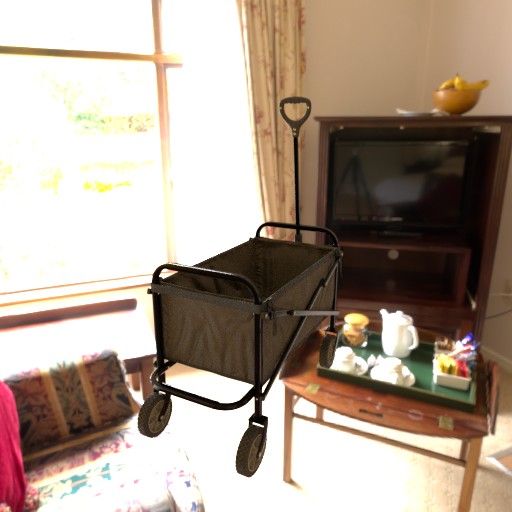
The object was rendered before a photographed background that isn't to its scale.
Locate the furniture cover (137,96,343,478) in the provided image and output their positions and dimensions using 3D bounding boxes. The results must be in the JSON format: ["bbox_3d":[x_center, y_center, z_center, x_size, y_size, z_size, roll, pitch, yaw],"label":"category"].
[{"bbox_3d":[0.000,0.000,1.848,0.532,1.295,1.038,8,18,27],"label":"furniture cover"}]
